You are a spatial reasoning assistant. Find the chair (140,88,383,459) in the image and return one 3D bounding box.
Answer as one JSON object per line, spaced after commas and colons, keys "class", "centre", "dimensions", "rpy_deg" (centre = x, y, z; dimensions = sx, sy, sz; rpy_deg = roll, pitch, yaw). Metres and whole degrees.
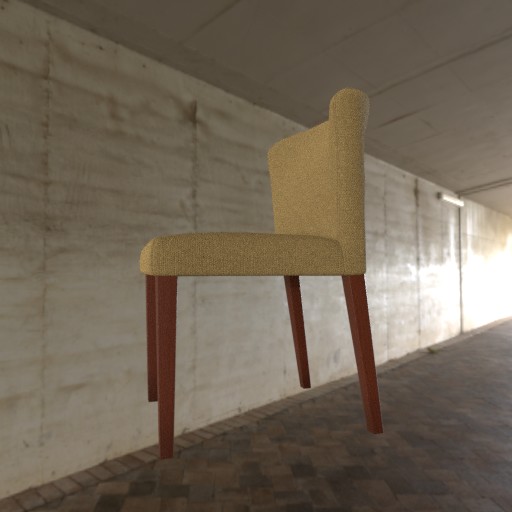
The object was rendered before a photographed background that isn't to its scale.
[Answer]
{"class": "chair", "centre": [0.000, 0.000, 1.191], "dimensions": [0.589, 0.839, 0.491], "rpy_deg": [1, -2, -17]}
